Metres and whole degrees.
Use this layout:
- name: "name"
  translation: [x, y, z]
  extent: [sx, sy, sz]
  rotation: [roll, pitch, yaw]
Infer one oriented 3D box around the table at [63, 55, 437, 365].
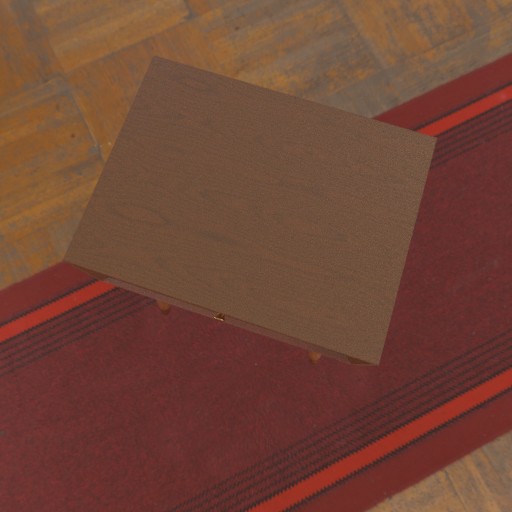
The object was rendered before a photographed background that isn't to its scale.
- name: "table"
  translation: [0.000, 0.000, 0.830]
  extent: [0.406, 0.599, 0.300]
  rotation: [18, 77, 4]
